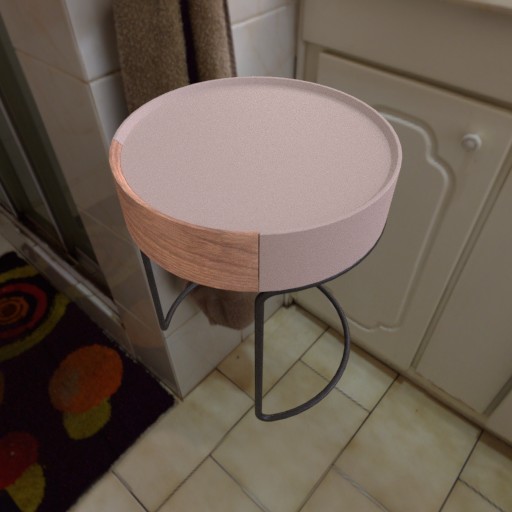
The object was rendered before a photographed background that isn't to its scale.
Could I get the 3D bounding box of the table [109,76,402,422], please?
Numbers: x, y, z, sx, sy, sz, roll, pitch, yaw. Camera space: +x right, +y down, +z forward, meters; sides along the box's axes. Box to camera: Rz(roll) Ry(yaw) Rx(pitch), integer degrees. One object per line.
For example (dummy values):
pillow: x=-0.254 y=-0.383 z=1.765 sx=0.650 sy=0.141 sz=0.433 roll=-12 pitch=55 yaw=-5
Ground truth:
table: x=0.000 y=0.000 z=0.883 sx=0.450 sy=0.530 sz=0.450 roll=0 pitch=46 yaw=0
